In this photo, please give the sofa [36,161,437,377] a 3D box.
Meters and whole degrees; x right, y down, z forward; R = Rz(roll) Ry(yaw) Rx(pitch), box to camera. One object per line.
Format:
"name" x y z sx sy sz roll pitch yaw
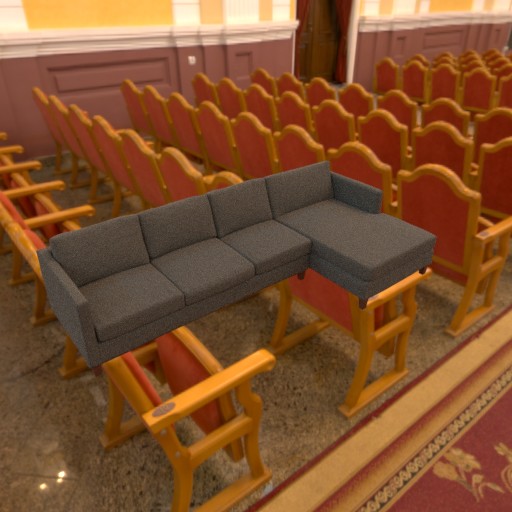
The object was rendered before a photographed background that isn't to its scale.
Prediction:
"sofa" 0.000 0.000 3.923 3.186 0.846 1.625 -22 37 -32
